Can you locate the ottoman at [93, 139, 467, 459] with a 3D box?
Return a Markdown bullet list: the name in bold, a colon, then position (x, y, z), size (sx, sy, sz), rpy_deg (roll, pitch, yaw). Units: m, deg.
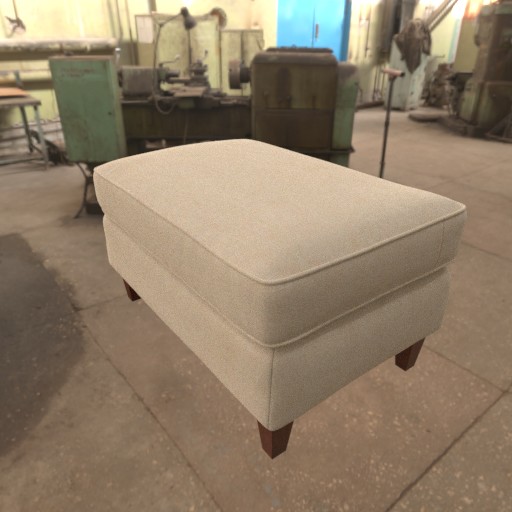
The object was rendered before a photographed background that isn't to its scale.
- **ottoman**: position (0.000, 0.000, 1.211), size (0.583, 0.484, 0.862), rpy_deg (-18, 32, -32)
